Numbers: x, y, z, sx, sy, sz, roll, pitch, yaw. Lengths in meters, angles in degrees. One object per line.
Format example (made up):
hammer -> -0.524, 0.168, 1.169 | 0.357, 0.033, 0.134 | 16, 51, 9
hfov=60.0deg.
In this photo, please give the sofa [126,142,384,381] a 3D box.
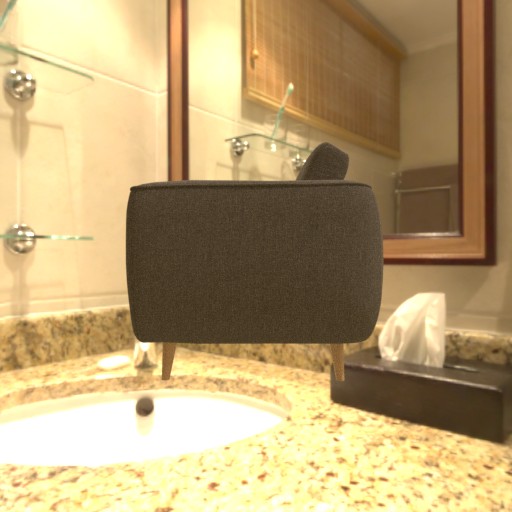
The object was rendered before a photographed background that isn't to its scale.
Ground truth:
sofa -> 0.000, 0.000, 2.266 | 0.920, 0.870, 1.700 | 0, 1, 1
